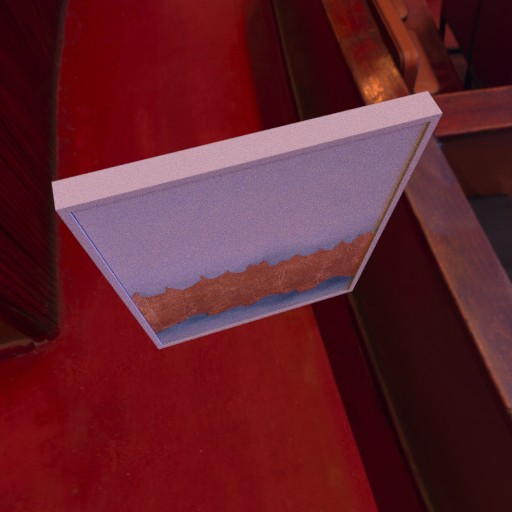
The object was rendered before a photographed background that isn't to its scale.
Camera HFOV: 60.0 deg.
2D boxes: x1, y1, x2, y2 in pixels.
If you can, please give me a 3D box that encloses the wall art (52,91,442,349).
[{"bbox_3d":[0.000,0.000,0.749,0.451,0.553,0.039,-16,64,-8],"label":"wall art"}]
